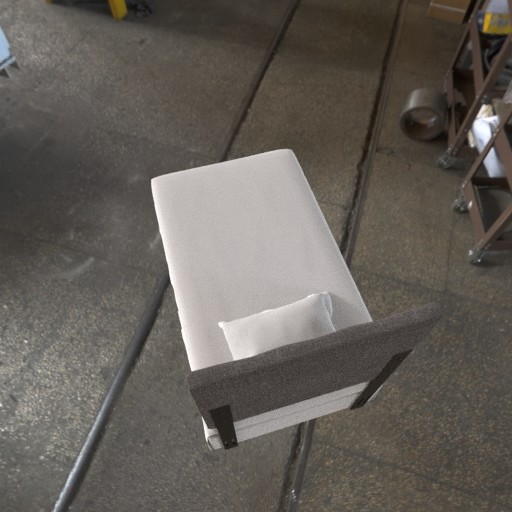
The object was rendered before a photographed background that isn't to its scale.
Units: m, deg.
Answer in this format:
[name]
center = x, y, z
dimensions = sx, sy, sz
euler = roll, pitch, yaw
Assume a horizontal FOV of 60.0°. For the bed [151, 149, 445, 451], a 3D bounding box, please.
[bed]
center = 0.000, 0.000, 2.977
dimensions = 1.261, 1.571, 1.997
euler = -14, 60, -9
